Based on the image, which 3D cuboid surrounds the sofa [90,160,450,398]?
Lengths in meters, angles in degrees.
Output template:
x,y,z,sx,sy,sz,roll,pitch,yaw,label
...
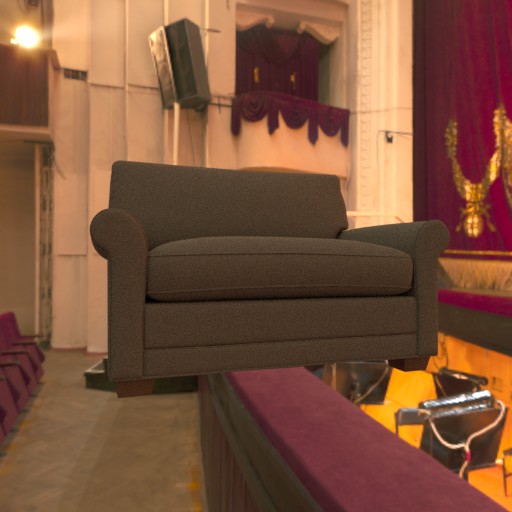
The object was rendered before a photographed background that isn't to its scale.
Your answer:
x,y,z,sx,sy,sz,roll,pitch,yaw,label
0.000,0.000,2.038,1.410,0.953,0.940,0,-1,-18,sofa
